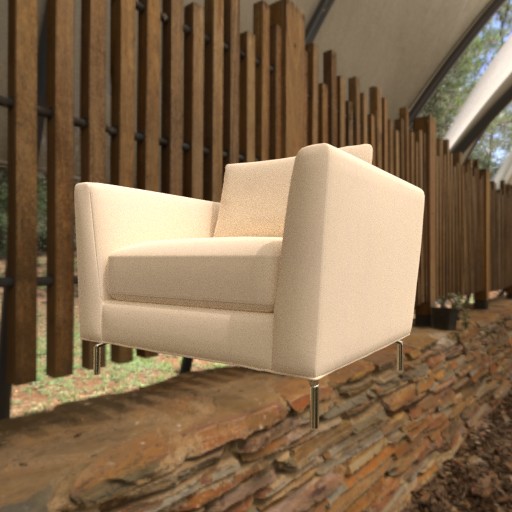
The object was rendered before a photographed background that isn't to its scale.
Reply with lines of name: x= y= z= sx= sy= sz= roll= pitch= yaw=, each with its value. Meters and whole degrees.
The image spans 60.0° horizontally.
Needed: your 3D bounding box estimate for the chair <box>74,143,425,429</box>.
chair: x=0.000 y=0.000 z=1.680 sx=1.041 sy=0.865 sz=0.889 roll=0 pitch=0 yaw=35
